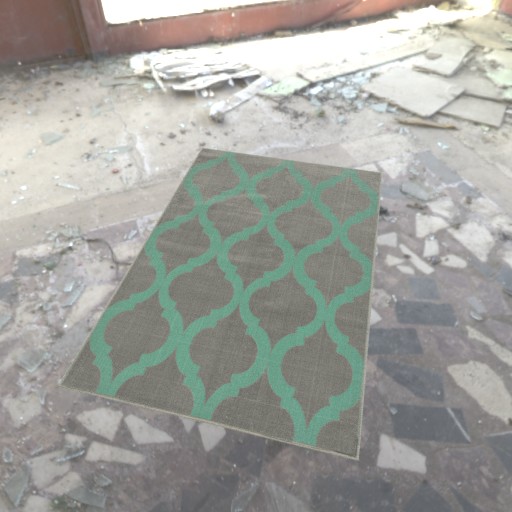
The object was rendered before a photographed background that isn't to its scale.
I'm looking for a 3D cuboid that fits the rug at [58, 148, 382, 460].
[{"bbox_3d":[0.000,0.000,2.911,1.524,0.006,2.286,10,47,10],"label":"rug"}]
